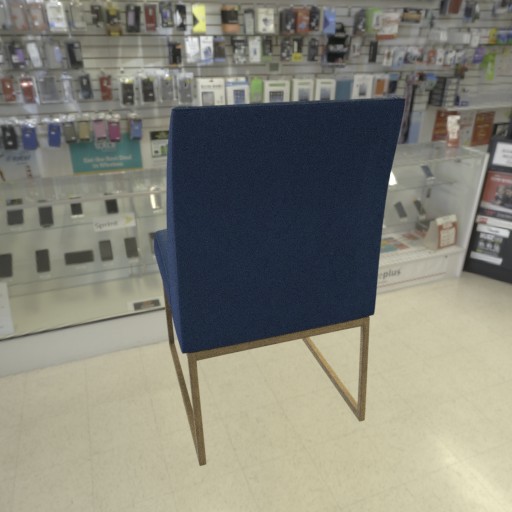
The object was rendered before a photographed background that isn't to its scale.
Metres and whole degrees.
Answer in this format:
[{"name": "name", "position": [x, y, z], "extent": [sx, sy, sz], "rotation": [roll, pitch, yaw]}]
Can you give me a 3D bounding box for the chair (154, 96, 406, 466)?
[{"name": "chair", "position": [0.000, 0.000, 1.213], "extent": [0.508, 0.863, 0.522], "rotation": [-8, 28, -16]}]
